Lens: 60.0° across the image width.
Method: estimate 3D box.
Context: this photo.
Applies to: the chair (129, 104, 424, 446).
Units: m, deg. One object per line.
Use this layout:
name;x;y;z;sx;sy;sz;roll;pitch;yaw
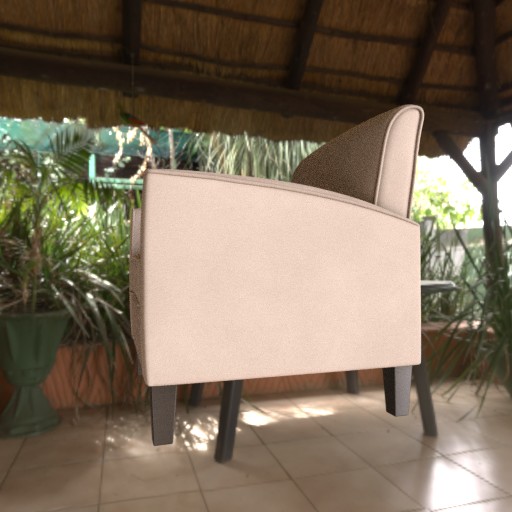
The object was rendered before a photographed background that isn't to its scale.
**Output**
chair;0.000;0.000;1.519;0.820;0.915;0.820;0;-1;-18
